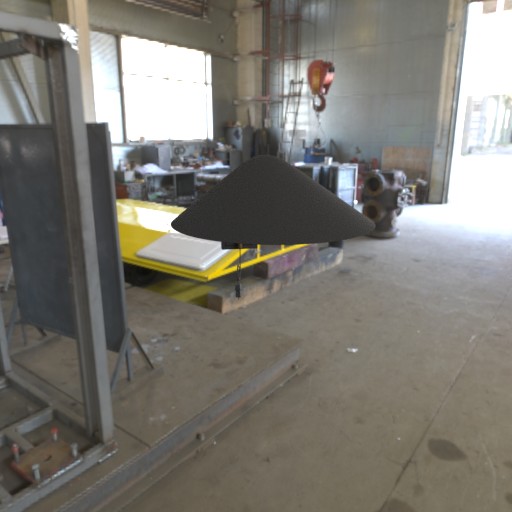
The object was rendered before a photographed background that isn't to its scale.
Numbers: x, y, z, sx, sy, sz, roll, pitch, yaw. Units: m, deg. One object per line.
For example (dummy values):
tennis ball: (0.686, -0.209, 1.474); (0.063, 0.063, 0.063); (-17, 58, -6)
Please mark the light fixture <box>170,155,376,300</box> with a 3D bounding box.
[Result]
light fixture: (0.000, 0.000, 0.684); (0.240, 0.312, 0.516); (-2, 16, -8)
